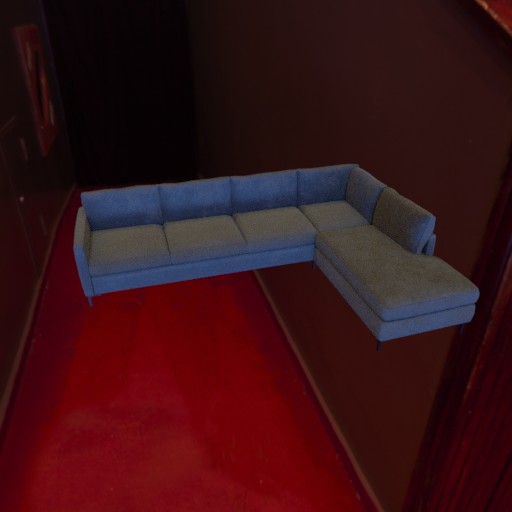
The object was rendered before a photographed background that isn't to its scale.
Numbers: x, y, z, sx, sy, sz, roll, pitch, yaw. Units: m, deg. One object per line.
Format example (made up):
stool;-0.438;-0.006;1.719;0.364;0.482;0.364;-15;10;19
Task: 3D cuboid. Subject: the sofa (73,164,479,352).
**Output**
sofa;0.000;0.000;3.191;2.486;0.687;1.707;-9;32;-14
